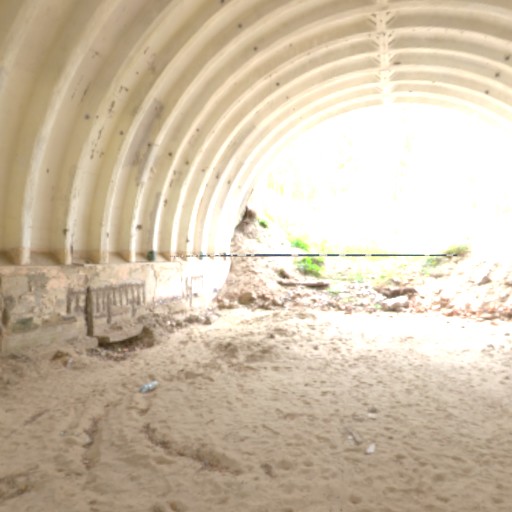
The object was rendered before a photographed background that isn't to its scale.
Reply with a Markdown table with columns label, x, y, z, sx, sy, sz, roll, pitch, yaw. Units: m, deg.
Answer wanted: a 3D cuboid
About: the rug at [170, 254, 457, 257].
| label | x | y | z | sx | sy | sz | roll | pitch | yaw |
| --- | --- | --- | --- | --- | --- | --- | --- | --- | --- |
| rug | 0.000 | 0.000 | 2.471 | 0.685 | 0.006 | 2.296 | 0 | 0 | -18 |
